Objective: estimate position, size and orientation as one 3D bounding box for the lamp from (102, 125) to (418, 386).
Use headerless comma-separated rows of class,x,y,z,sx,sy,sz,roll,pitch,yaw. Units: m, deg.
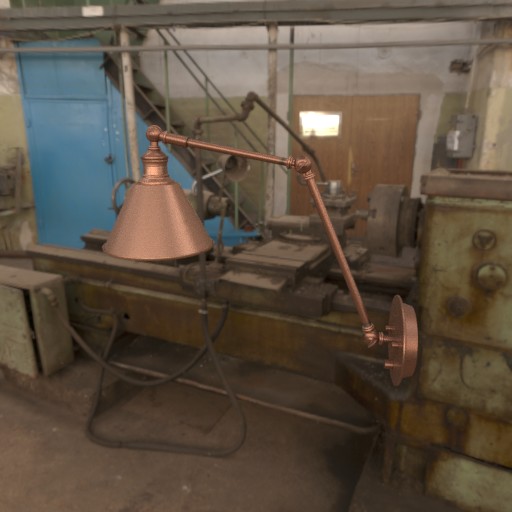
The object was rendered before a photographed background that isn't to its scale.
lamp,0.000,0.000,0.887,0.624,0.502,0.223,2,16,9
